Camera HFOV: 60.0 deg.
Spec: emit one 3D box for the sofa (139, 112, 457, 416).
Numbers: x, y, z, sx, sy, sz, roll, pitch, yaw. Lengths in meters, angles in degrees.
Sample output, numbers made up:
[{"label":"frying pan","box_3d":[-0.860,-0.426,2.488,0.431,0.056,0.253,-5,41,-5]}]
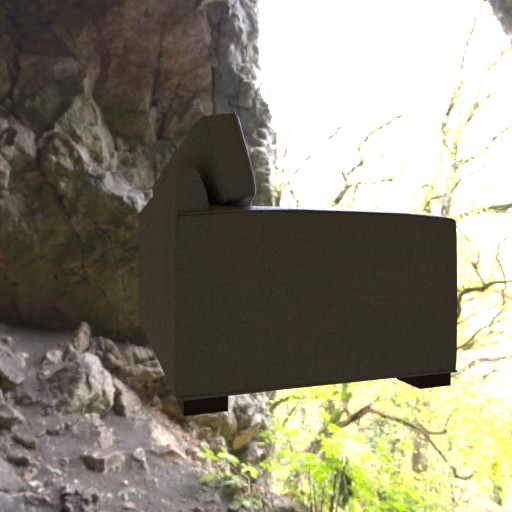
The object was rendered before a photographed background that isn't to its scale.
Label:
[{"label":"sofa","box_3d":[0.000,0.000,2.017,0.940,0.853,1.484,0,0,-19]}]
